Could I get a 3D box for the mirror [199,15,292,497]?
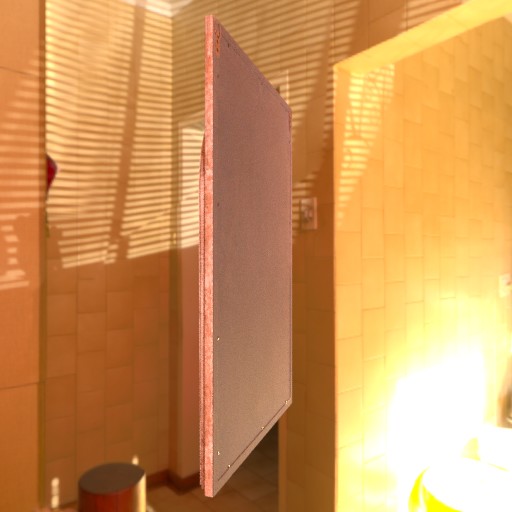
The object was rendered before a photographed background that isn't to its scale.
[{"bbox_3d":[0.000,0.000,0.958,0.058,0.787,0.495,0,0,20],"label":"mirror"}]
